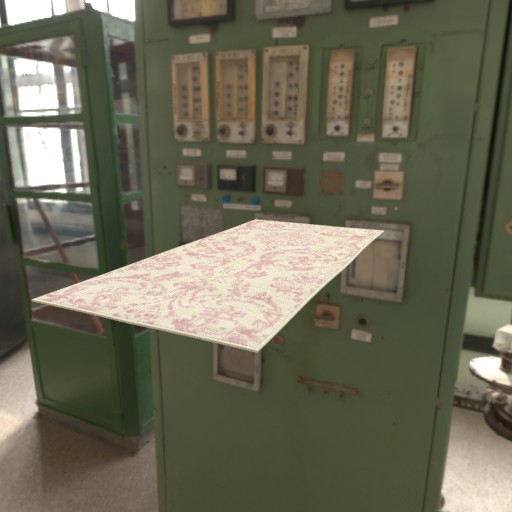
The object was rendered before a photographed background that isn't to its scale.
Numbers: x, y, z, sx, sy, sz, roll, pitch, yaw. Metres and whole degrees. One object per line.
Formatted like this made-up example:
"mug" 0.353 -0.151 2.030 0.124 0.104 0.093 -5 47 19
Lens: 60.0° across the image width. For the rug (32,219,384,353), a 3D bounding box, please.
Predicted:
"rug" 0.000 0.000 1.463 0.604 0.007 1.219 7 16 25
